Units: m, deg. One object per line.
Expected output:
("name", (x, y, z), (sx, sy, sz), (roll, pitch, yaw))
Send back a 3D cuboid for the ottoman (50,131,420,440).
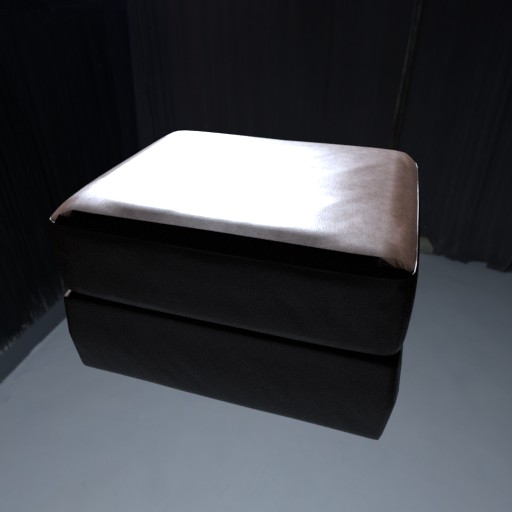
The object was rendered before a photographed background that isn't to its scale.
("ottoman", (0.000, 0.000, 1.116), (0.751, 0.476, 0.603), (9, 33, 15))
